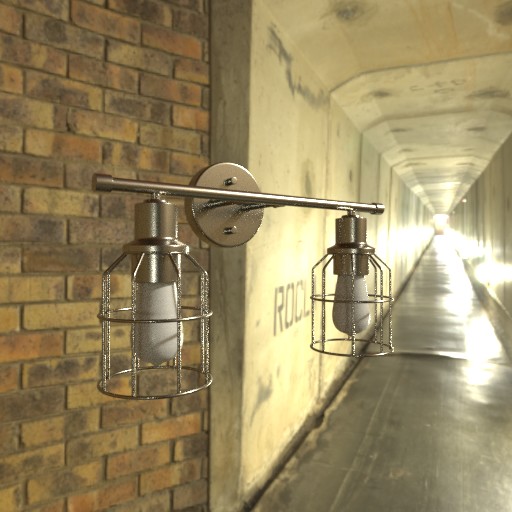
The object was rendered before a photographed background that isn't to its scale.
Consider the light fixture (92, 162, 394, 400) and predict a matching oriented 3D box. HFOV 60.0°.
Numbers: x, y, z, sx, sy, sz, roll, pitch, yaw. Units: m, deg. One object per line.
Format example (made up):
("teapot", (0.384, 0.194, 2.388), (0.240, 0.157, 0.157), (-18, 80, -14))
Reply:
("light fixture", (0.000, 0.000, 0.550), (0.406, 0.254, 0.165), (0, 0, -36))
